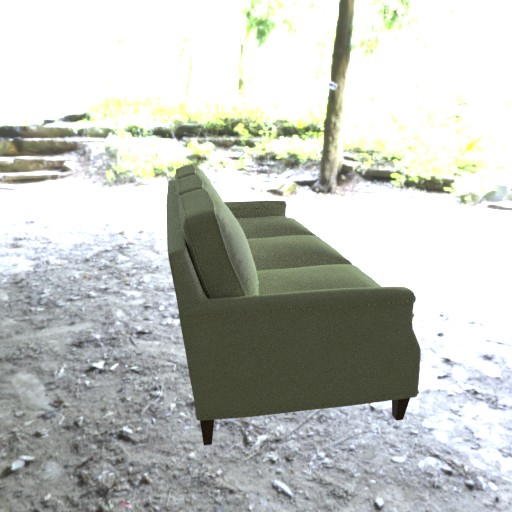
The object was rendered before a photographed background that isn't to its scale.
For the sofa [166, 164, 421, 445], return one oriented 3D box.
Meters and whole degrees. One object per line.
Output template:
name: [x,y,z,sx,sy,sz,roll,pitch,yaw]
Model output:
sofa: [0.000,0.000,2.823,1.084,1.003,2.246,-3,17,-10]
